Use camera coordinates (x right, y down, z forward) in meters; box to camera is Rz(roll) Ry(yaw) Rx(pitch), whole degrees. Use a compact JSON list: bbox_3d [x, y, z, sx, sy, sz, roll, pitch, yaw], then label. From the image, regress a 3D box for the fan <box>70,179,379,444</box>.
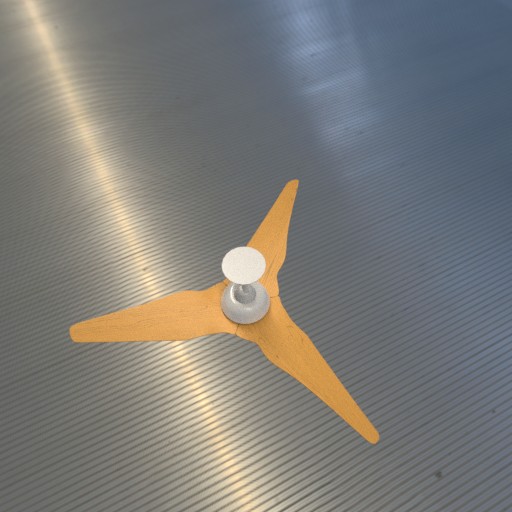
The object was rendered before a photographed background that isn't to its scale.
[{"bbox_3d":[0.000,0.000,1.677,1.142,0.355,1.010,15,59,9],"label":"fan"}]
